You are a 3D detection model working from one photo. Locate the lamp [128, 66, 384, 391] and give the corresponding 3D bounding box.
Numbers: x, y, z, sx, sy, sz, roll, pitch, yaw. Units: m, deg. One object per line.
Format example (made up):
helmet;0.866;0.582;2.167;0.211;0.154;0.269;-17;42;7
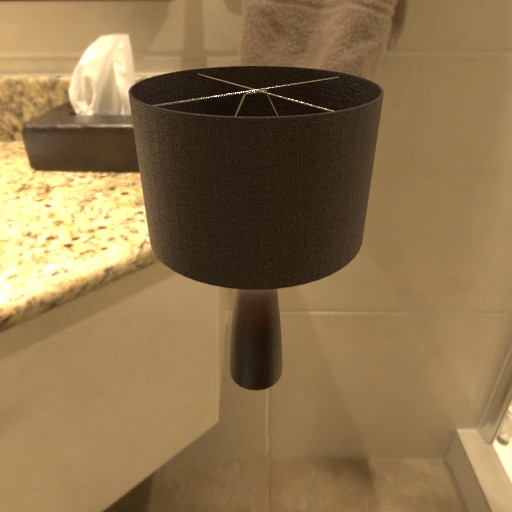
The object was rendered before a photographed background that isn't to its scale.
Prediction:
lamp;0.000;0.000;0.668;0.303;0.488;0.303;0;32;0
